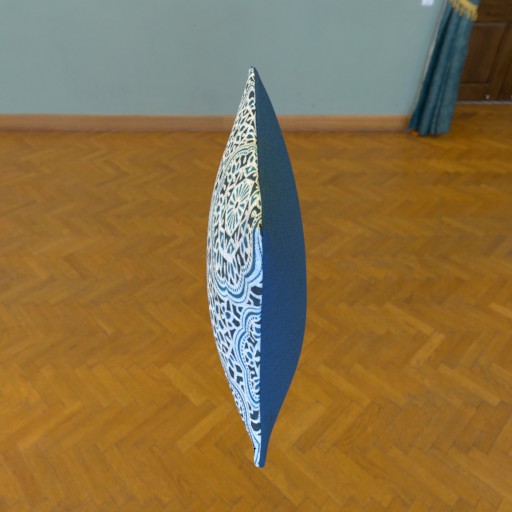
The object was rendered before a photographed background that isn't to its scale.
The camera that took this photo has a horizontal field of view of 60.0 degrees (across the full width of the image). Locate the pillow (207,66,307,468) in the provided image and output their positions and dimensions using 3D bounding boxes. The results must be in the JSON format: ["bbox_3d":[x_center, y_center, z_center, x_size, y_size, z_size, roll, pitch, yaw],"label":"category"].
[{"bbox_3d":[0.000,0.000,0.657,0.145,0.420,0.440,-1,40,-1],"label":"pillow"}]
